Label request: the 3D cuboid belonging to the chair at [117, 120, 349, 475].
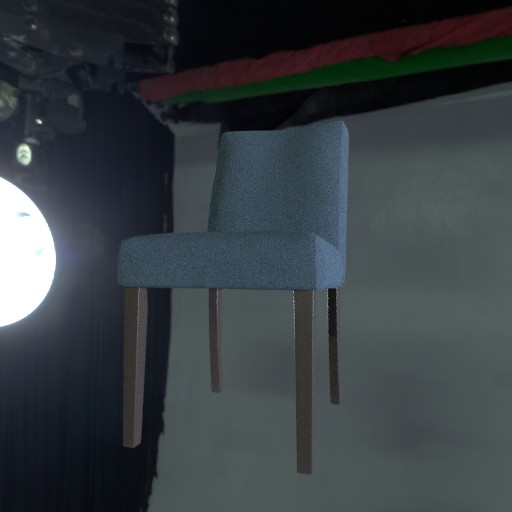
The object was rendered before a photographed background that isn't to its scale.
[{"bbox_3d":[0.000,0.000,1.236,0.487,0.882,0.629,0,-1,19],"label":"chair"}]
